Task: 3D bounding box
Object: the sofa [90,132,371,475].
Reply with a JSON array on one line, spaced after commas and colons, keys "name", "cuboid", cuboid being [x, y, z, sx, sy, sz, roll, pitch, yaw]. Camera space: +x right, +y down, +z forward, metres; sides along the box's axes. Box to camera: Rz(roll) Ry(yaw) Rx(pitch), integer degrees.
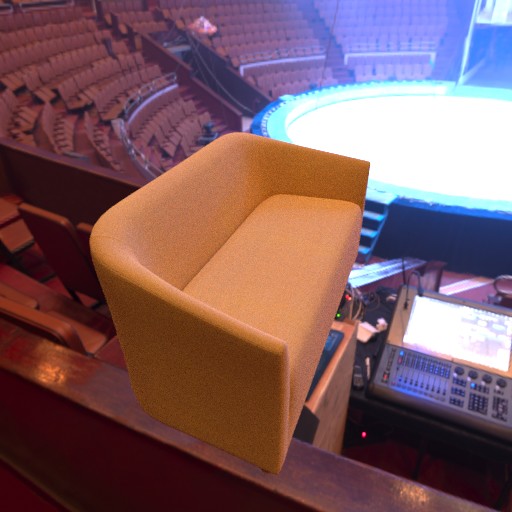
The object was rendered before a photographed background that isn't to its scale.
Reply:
[{"name": "sofa", "cuboid": [0.000, 0.000, 1.859, 0.705, 0.721, 1.452, 11, 33, 18]}]
